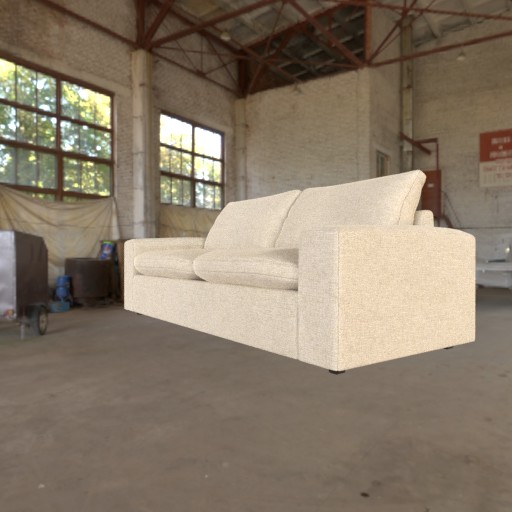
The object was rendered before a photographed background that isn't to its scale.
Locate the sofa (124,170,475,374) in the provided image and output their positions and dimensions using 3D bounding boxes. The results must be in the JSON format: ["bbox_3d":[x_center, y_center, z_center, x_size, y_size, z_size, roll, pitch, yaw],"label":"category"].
[{"bbox_3d":[0.000,0.000,2.829,1.040,0.922,2.299,0,0,-36],"label":"sofa"}]
